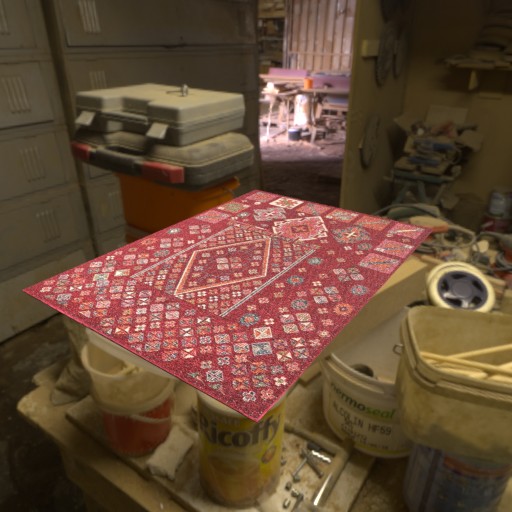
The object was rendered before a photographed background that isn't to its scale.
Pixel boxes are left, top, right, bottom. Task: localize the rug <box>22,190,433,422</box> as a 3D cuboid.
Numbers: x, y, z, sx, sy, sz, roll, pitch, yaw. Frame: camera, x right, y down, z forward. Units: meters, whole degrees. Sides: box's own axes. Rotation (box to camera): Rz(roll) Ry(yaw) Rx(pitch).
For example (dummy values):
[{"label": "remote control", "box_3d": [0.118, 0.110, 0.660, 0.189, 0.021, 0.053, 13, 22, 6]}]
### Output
[{"label": "rug", "box_3d": [0.000, 0.000, 2.797, 1.579, 0.007, 2.184, 18, 31, 32]}]
